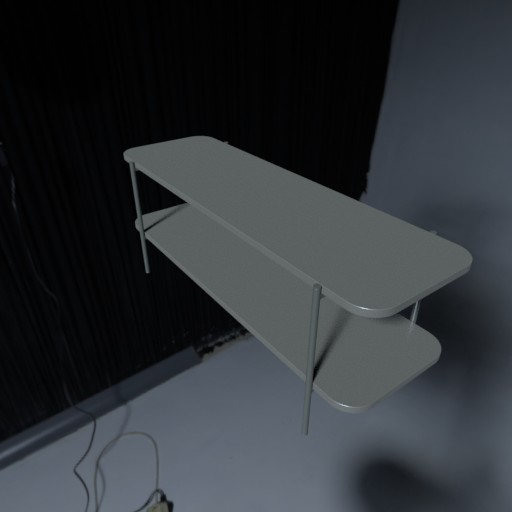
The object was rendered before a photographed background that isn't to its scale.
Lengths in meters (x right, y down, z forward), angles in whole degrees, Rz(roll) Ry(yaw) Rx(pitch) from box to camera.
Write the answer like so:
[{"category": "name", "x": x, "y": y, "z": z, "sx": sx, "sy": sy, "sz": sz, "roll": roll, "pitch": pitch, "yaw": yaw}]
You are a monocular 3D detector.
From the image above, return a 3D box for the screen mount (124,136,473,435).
[{"category": "screen mount", "x": 0.000, "y": 0.000, "z": 1.411, "sx": 0.400, "sy": 0.447, "sz": 1.200, "roll": -21, "pitch": 37, "yaw": -31}]
